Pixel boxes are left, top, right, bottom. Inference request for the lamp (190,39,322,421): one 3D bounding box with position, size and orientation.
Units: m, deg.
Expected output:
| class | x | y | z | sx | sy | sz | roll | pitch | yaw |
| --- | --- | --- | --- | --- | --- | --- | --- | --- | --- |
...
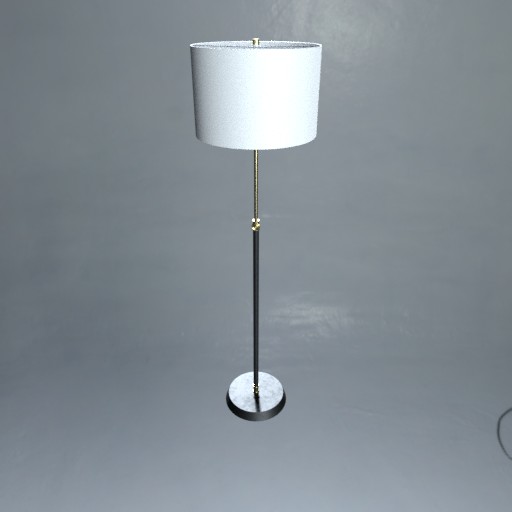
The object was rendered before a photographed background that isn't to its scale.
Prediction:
| class | x | y | z | sx | sy | sz | roll | pitch | yaw |
| --- | --- | --- | --- | --- | --- | --- | --- | --- | --- |
| lamp | 0.000 | 0.000 | 1.723 | 0.404 | 1.517 | 0.404 | 2 | 29 | 3 |
